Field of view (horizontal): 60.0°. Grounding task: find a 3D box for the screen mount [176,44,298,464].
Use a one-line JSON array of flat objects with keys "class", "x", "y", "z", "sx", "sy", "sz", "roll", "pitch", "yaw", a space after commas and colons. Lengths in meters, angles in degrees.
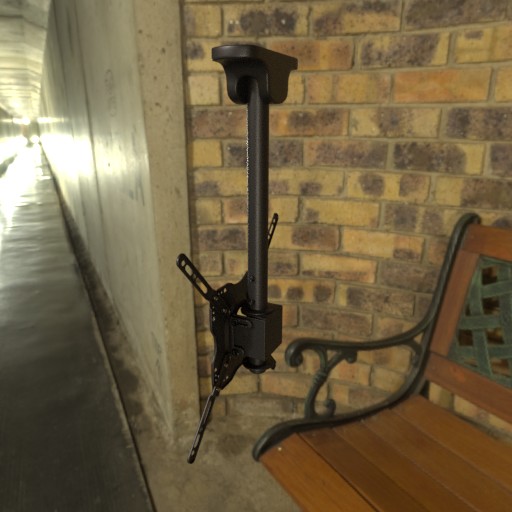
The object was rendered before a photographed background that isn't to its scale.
[{"class": "screen mount", "x": 0.000, "y": 0.000, "z": 0.871, "sx": 0.090, "sy": 0.729, "sz": 0.393, "roll": 8, "pitch": 19, "yaw": 26}]
